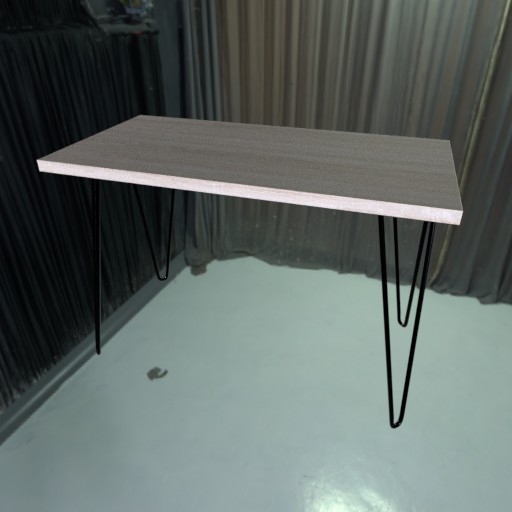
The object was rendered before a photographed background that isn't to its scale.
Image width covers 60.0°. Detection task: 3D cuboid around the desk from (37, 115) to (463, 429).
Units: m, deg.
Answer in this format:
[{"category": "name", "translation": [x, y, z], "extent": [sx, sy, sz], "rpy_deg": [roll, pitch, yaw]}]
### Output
[{"category": "desk", "translation": [0.000, 0.000, 1.350], "extent": [0.991, 0.660, 0.499], "rpy_deg": [9, 32, 15]}]
